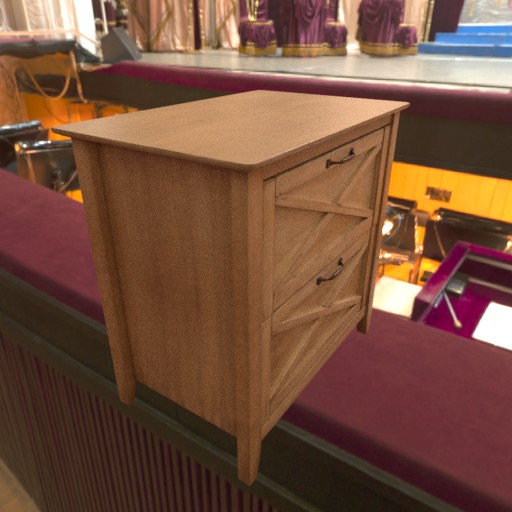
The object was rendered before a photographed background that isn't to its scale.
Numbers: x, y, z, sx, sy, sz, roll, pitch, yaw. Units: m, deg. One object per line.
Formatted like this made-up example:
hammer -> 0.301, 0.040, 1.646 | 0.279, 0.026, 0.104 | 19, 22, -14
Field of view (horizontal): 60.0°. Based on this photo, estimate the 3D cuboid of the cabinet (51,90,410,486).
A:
cabinet -> 0.000, 0.000, 1.226 | 0.503, 0.762, 0.763 | 17, 32, 30
